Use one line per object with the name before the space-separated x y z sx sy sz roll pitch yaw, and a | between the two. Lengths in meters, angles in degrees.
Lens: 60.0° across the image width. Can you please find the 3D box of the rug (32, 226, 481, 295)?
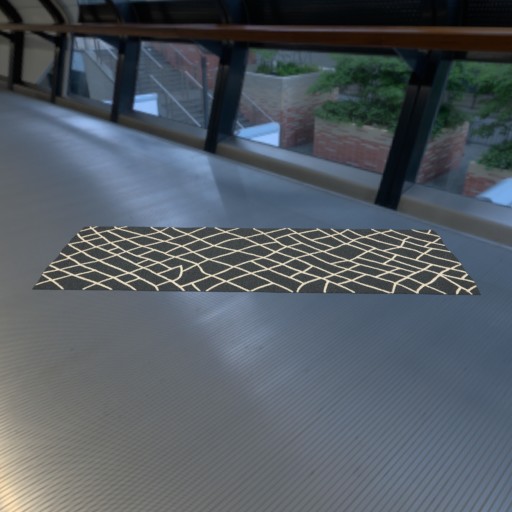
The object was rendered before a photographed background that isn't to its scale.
rug | 0.000 0.000 2.756 2.476 0.010 0.807 1 29 1
